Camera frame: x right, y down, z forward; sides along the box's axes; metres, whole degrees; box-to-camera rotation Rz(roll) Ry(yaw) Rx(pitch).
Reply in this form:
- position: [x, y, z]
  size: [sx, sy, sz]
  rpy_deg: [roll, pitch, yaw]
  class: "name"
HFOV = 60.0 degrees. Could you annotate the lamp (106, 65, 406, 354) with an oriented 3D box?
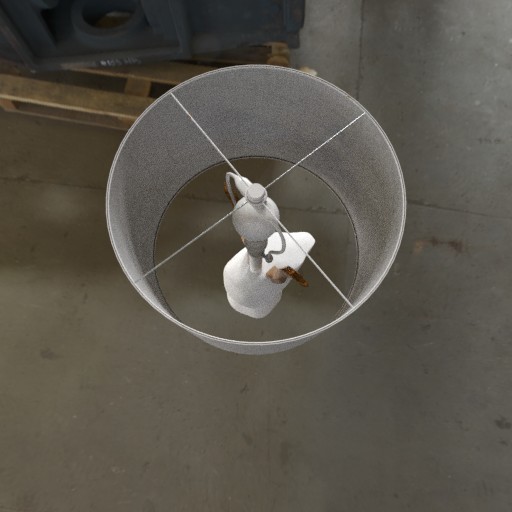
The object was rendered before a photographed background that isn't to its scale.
- position: [0.000, 0.000, 0.679]
  size: [0.298, 0.503, 0.298]
  rpy_deg: [-37, 78, -9]
  class: "lamp"
